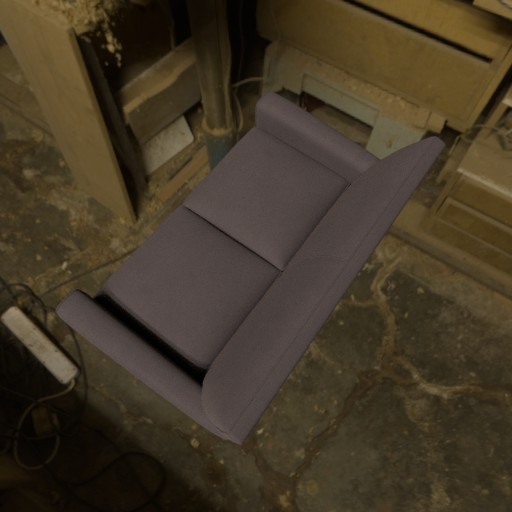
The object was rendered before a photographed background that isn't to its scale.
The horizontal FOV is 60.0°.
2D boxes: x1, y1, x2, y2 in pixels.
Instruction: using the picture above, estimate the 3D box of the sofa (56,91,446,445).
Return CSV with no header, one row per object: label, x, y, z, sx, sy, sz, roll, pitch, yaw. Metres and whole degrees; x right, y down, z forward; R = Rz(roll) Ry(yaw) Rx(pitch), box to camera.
sofa,0.000,0.000,1.969,0.871,0.846,1.420,33,68,15
